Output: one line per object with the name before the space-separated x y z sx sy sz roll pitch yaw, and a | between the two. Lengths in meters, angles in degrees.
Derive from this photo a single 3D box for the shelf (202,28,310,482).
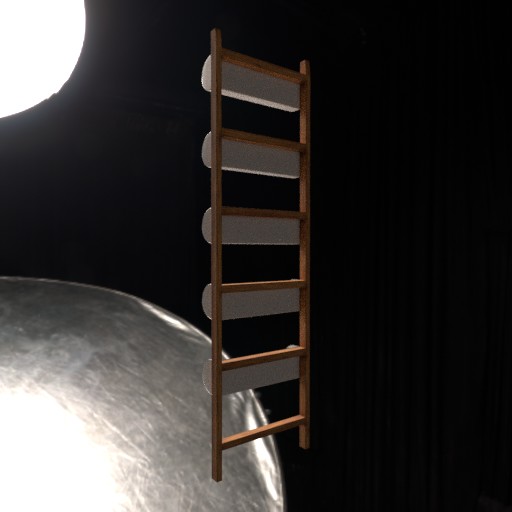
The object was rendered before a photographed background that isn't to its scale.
shelf | 0.000 0.000 1.751 0.454 1.600 0.141 -1 1 -37
